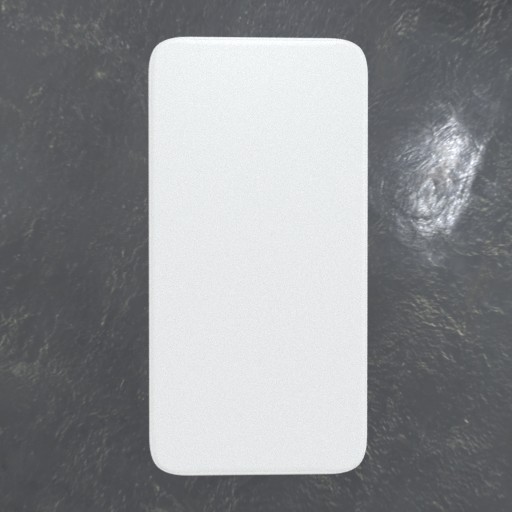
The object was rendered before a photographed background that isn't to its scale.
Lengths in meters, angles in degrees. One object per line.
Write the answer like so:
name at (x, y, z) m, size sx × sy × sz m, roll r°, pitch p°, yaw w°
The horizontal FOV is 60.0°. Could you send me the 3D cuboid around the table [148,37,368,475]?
table at (0.000, 0.000, 1.601) m, size 0.610 × 0.737 × 1.219 m, roll 0°, pitch 91°, yaw -1°
